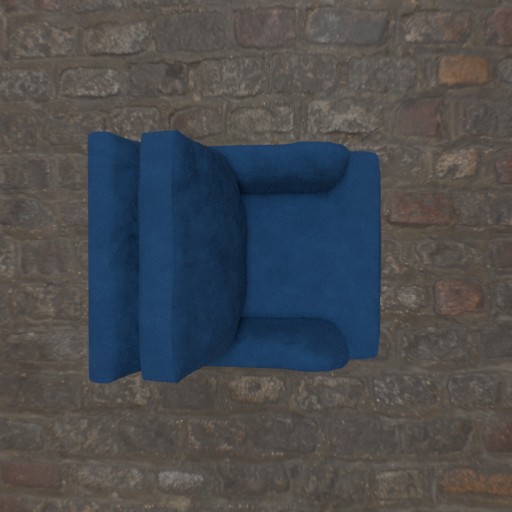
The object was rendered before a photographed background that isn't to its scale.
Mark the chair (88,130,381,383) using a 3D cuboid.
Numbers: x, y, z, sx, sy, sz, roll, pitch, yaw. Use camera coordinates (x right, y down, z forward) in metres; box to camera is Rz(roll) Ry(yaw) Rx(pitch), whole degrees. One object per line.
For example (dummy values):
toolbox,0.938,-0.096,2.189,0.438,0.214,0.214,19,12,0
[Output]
chair,0.000,0.000,1.878,1.078,1.076,0.895,0,91,2
